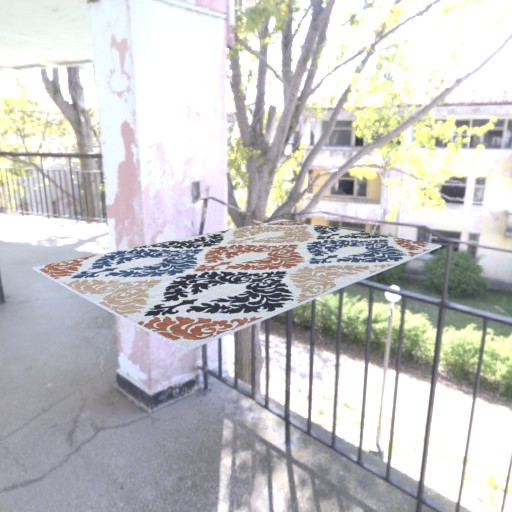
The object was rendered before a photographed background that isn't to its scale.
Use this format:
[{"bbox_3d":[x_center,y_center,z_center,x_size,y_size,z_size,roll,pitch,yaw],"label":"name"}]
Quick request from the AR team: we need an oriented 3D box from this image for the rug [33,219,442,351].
[{"bbox_3d":[0.000,0.000,2.898,1.514,0.014,2.275,14,20,43],"label":"rug"}]
